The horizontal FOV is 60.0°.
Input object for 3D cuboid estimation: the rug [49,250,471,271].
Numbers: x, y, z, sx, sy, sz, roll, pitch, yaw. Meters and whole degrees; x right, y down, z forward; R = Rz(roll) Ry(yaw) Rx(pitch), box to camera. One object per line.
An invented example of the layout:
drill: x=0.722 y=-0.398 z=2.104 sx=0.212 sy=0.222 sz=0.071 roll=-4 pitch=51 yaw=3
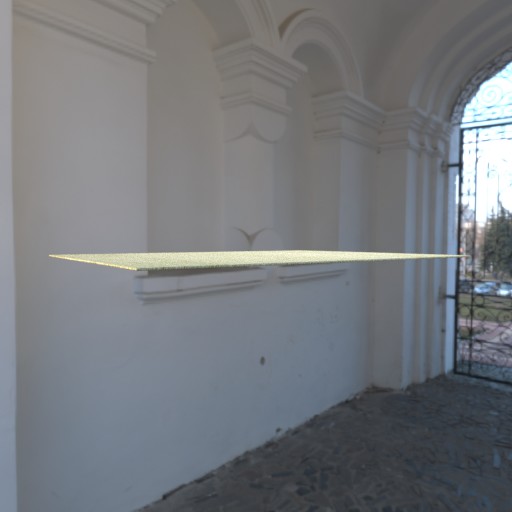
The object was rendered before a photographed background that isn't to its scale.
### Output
rug: x=0.000 y=0.000 z=4.211 sx=3.198 sy=0.016 sz=2.425 roll=-1 pitch=3 yaw=-35
